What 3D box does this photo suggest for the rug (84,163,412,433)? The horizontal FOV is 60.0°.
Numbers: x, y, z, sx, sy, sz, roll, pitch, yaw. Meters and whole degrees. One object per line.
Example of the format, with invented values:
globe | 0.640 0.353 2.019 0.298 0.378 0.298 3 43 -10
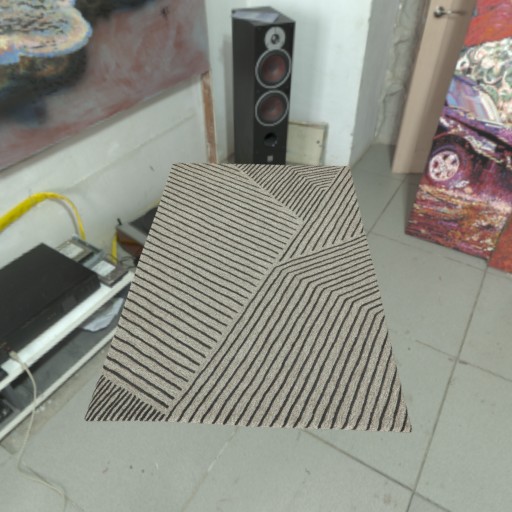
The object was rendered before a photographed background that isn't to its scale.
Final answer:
rug | 0.000 0.000 2.963 1.539 0.023 2.406 1 42 2
